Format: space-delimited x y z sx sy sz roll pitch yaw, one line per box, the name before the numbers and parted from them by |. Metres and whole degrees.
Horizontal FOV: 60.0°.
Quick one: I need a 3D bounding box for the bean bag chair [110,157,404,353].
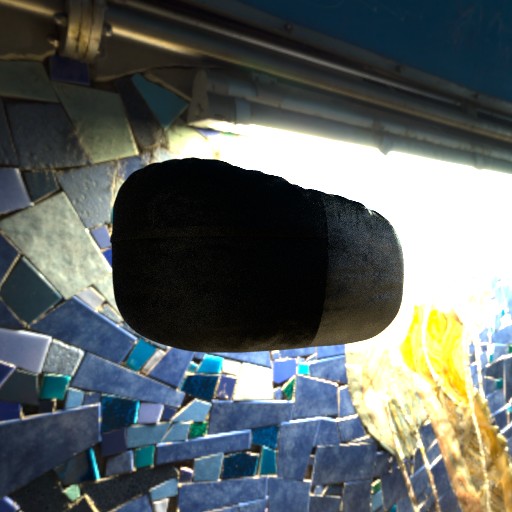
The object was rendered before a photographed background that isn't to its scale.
bean bag chair | 0.000 0.000 2.433 1.524 0.878 1.524 0 -1 -18
